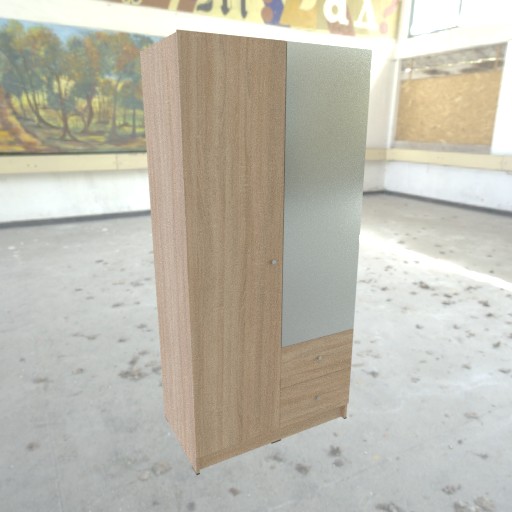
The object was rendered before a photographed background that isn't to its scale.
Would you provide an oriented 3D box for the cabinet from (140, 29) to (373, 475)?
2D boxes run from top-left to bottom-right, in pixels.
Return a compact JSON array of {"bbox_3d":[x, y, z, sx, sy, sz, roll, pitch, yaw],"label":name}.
[{"bbox_3d":[0.000,0.000,2.483,1.001,2.121,0.590,-9,18,-27],"label":"cabinet"}]
